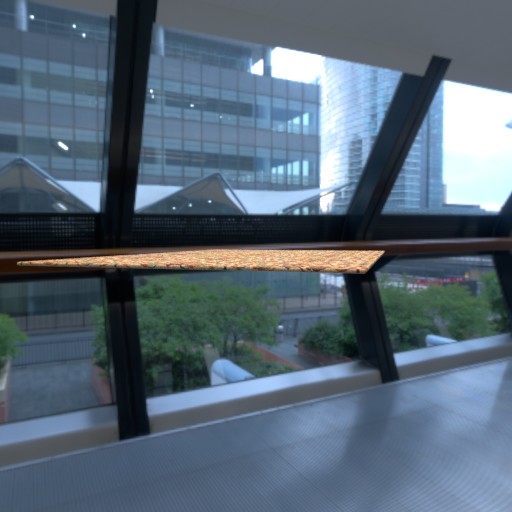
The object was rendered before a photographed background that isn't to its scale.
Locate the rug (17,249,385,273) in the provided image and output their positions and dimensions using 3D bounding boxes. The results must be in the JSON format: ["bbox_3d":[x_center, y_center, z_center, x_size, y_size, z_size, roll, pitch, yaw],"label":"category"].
[{"bbox_3d":[0.000,0.000,2.283,1.226,0.013,1.838,1,2,18],"label":"rug"}]
